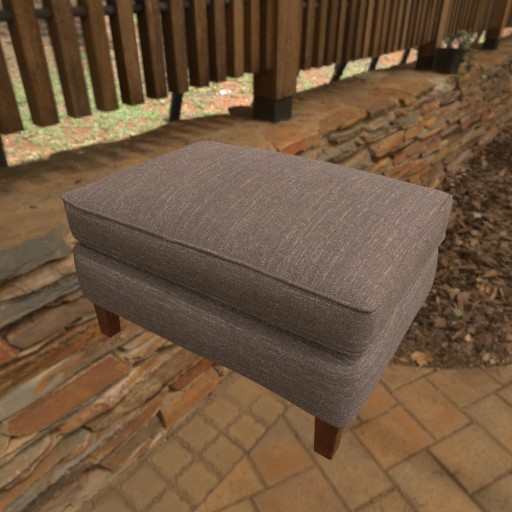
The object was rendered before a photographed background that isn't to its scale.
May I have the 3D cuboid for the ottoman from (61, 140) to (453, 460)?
[{"bbox_3d":[0.000,0.000,0.974,0.686,0.406,0.508,19,36,28],"label":"ottoman"}]
